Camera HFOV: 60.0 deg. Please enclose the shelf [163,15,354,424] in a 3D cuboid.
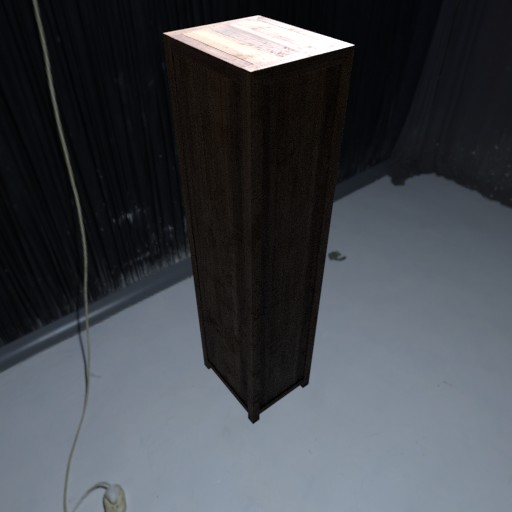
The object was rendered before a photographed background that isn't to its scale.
[{"bbox_3d":[0.000,0.000,2.089,0.428,1.900,0.500,-27,47,-28],"label":"shelf"}]
